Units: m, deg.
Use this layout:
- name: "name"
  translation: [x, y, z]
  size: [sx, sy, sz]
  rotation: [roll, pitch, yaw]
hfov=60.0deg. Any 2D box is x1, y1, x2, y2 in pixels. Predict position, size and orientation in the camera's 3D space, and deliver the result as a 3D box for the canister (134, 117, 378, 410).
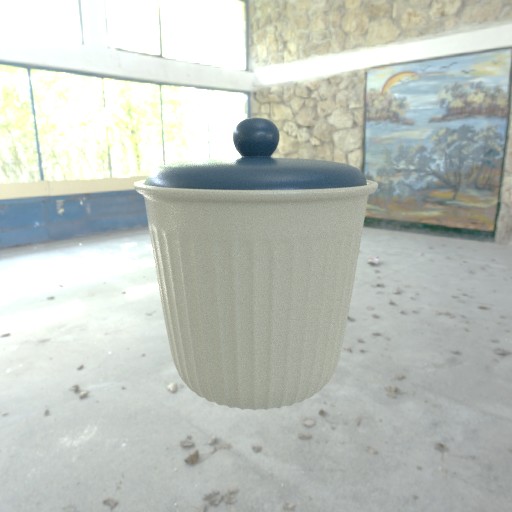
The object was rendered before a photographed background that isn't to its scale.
- name: "canister"
  translation: [0.000, 0.000, 0.353]
  size: [0.181, 0.211, 0.181]
  rotation: [0, 13, 0]
